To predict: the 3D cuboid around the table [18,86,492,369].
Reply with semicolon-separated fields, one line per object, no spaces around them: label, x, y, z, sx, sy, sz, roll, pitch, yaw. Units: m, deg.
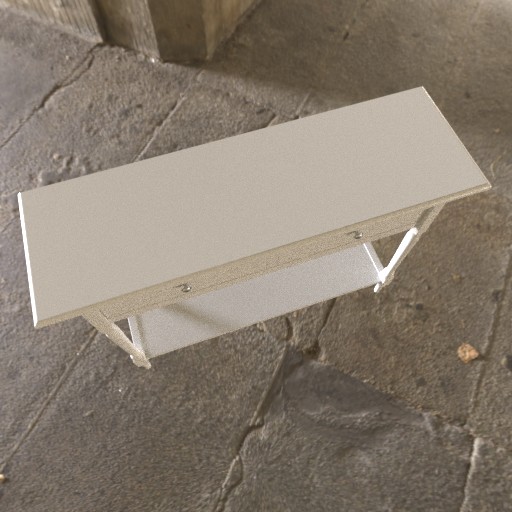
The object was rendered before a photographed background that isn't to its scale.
table;0.000;0.000;1.531;1.197;0.808;0.384;-17;65;-8
